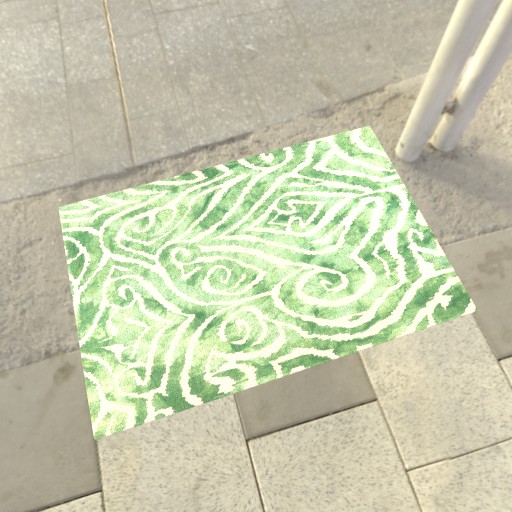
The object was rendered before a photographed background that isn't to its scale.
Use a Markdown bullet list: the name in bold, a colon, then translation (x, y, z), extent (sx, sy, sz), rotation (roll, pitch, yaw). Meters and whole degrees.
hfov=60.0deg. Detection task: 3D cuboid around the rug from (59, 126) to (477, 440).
- **rug**: translation (0.000, 0.000, 2.246), extent (1.826, 0.006, 1.220), rotation (-16, 64, -8)
